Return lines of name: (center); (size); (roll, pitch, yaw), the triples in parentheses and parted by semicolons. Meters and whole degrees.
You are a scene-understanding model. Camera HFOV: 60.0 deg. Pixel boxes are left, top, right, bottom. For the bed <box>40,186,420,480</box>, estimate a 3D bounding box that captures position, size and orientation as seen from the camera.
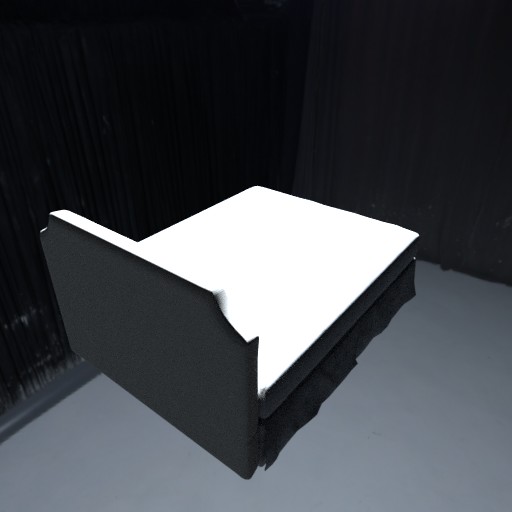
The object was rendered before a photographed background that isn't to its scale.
bed: (0.000, 0.000, 3.580); (1.977, 1.293, 2.498); (22, 37, 32)
